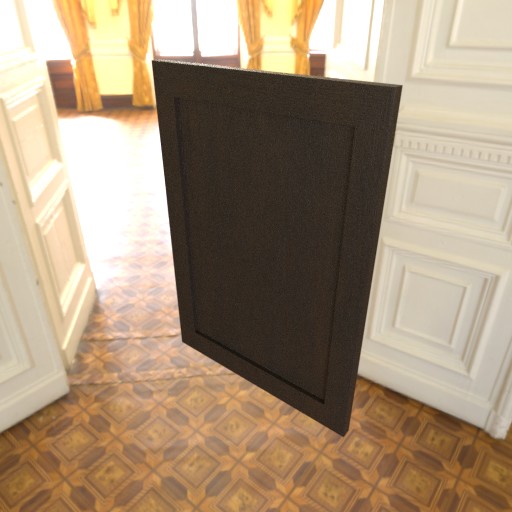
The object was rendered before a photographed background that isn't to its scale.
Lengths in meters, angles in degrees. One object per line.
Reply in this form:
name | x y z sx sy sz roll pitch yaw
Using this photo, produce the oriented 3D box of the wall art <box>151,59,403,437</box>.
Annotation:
wall art | 0.000 0.000 0.660 0.359 0.513 0.017 21 36 32
